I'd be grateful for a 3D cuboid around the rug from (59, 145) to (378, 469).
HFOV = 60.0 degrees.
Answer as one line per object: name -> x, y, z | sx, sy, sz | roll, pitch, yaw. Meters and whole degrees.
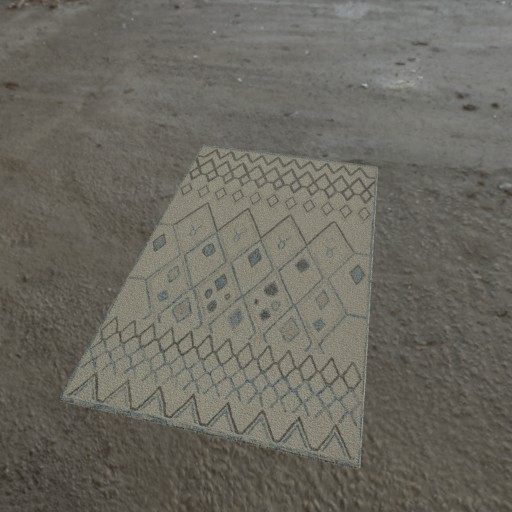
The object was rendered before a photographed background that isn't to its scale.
rug -> 0.000, 0.000, 2.968 | 1.524, 0.015, 2.439 | 9, 47, 9
